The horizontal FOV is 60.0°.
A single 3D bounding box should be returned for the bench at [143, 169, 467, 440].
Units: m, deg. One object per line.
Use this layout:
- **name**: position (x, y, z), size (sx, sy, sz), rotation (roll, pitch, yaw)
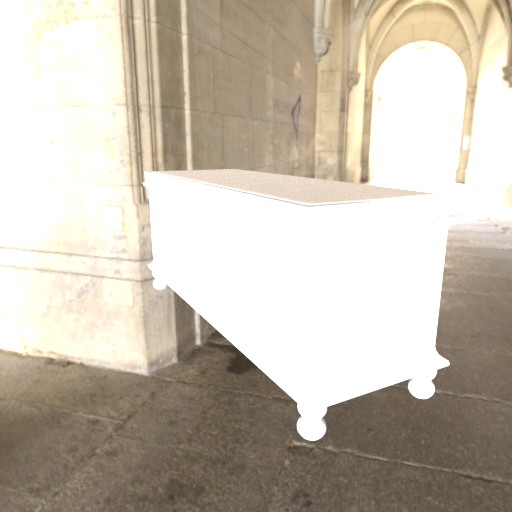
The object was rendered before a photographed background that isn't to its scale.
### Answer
- **bench**: position (0.000, 0.000, 1.421), size (0.402, 0.486, 1.185), rotation (-8, 16, -27)
